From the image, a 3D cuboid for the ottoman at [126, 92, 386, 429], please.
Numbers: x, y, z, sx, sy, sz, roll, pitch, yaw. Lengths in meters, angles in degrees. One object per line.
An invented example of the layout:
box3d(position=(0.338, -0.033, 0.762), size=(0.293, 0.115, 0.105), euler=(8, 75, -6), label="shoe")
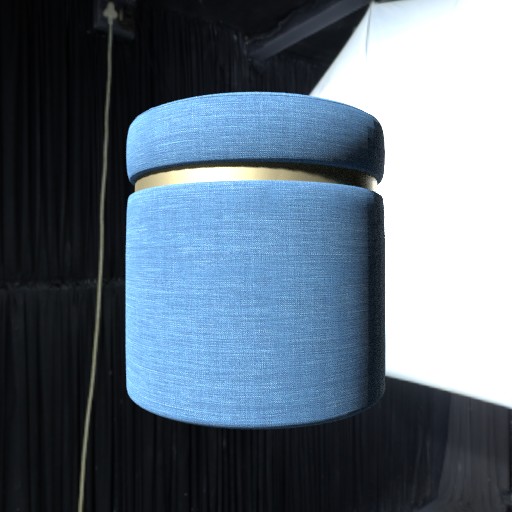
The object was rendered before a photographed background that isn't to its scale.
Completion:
box3d(position=(0.000, 0.000, 0.706), size=(0.398, 0.406, 0.398), euler=(0, 0, 0), label="ottoman")
